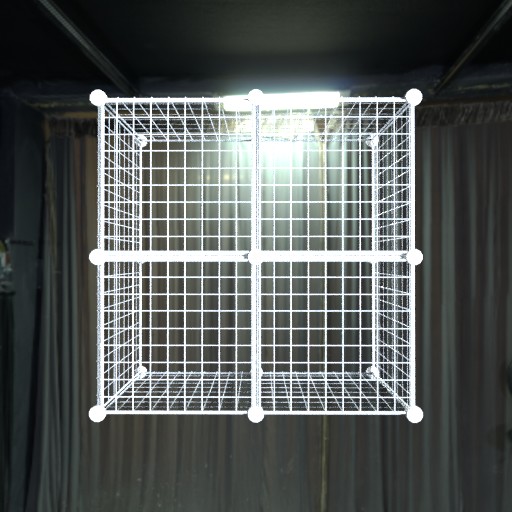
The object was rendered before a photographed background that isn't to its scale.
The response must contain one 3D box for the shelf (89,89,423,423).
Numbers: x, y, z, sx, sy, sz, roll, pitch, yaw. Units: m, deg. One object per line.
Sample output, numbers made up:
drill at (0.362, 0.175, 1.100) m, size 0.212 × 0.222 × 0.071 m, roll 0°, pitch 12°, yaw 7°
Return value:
shelf at (0.000, 0.000, 1.124) m, size 0.711 × 0.711 × 0.356 m, roll 0°, pitch 0°, yaw 0°
